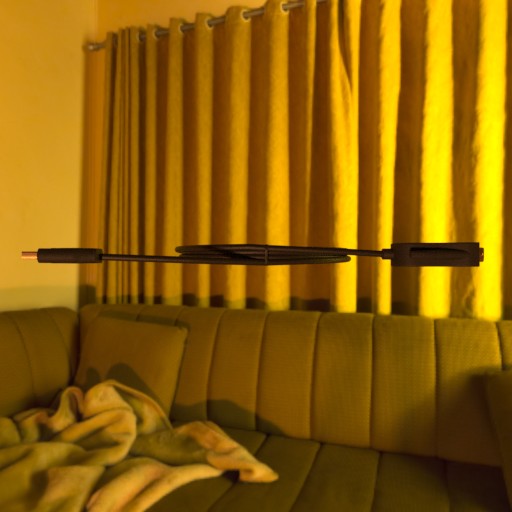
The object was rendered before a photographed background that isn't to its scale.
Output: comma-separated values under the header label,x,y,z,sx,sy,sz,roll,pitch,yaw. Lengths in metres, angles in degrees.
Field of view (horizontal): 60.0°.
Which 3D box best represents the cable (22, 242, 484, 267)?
label,x,y,z,sx,sy,sz,roll,pitch,yaw
cable,0.000,0.000,0.332,0.281,0.015,0.136,0,-1,-1
